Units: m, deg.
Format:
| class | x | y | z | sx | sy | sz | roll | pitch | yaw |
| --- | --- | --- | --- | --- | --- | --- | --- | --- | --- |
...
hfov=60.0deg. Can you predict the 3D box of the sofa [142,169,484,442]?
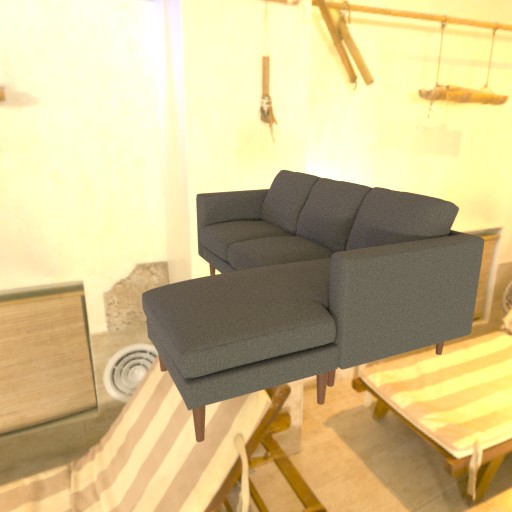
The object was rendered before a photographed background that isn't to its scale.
| class | x | y | z | sx | sy | sz | roll | pitch | yaw |
| --- | --- | --- | --- | --- | --- | --- | --- | --- | --- |
| sofa | 0.000 | 0.000 | 2.823 | 1.591 | 0.897 | 2.031 | -8 | 18 | -24 |
